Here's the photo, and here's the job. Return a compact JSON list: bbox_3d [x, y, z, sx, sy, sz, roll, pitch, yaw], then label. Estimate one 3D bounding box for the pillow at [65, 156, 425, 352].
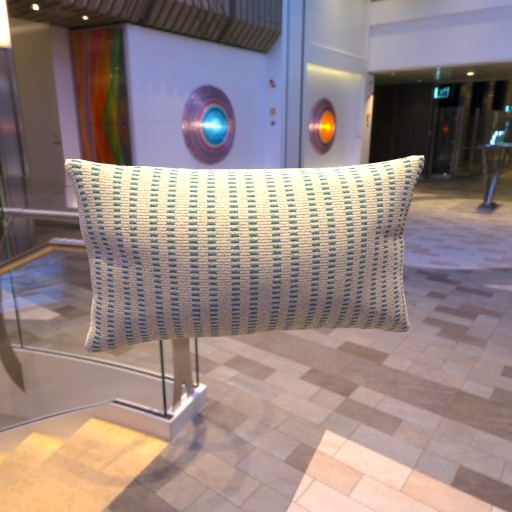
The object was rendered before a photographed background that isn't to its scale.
[{"bbox_3d":[0.000,0.000,0.811,0.640,0.353,0.210,-2,16,-8],"label":"pillow"}]
